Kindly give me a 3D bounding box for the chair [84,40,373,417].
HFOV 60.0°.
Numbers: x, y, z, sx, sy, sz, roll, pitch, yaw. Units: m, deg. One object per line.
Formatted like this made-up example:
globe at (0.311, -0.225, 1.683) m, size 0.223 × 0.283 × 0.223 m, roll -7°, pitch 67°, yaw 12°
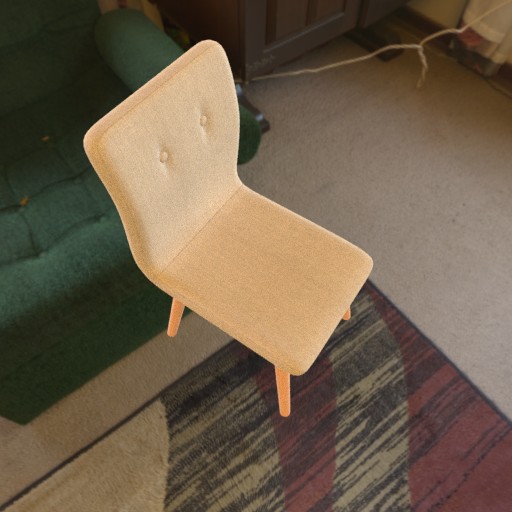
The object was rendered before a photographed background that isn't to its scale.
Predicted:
chair at (0.000, 0.000, 1.199) m, size 0.550 × 0.885 × 0.435 m, roll 30°, pitch 63°, yaw 17°
